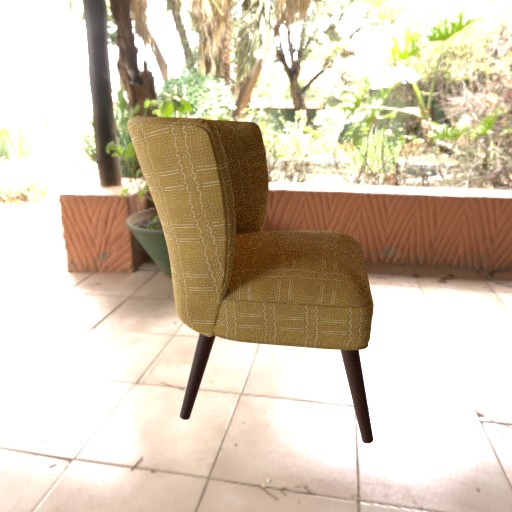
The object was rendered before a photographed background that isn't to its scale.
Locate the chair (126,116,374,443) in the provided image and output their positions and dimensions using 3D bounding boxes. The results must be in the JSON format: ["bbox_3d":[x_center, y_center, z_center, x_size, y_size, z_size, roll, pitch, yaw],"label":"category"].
[{"bbox_3d":[0.000,0.000,1.444,0.758,0.866,0.706,3,17,9],"label":"chair"}]
